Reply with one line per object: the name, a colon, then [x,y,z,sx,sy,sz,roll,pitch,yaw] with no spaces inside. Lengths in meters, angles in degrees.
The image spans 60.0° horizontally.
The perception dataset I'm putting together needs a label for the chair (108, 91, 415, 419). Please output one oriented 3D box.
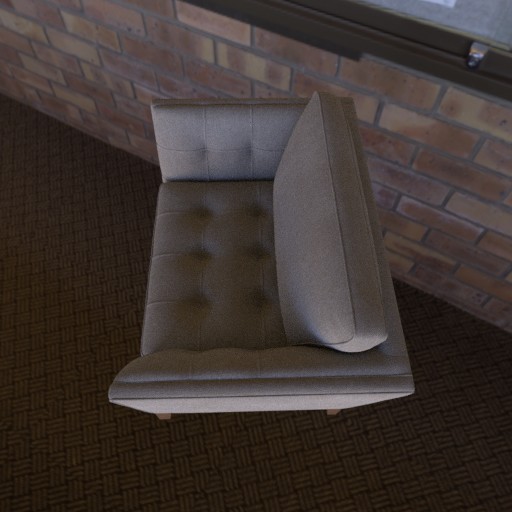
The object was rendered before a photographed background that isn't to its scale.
chair: [0.000,0.000,1.993,0.965,0.942,1.396,-1,58,-1]
